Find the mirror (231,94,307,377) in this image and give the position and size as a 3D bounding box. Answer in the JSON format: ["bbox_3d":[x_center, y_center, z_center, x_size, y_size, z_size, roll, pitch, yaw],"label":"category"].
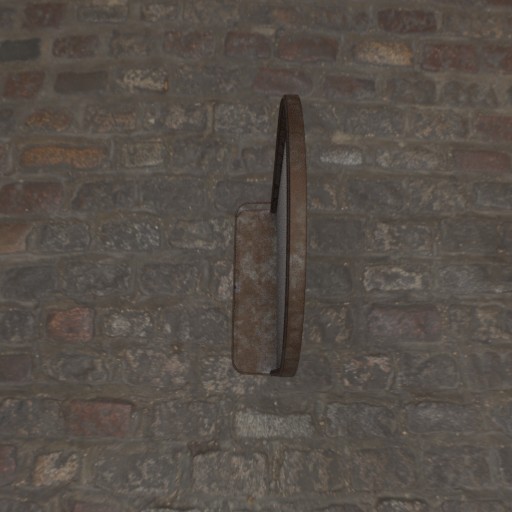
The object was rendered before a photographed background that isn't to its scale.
[{"bbox_3d":[0.000,0.000,0.967,0.137,0.770,0.510,1,75,0],"label":"mirror"}]
